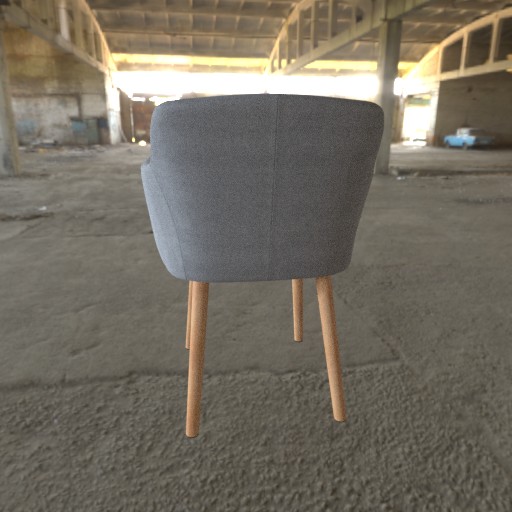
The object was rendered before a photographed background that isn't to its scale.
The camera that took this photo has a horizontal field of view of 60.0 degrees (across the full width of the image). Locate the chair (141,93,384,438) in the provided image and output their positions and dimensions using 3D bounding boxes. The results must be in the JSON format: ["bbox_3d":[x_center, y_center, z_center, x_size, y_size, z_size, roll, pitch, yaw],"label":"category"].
[{"bbox_3d":[0.000,0.000,1.174,0.570,0.780,0.540,-2,17,-8],"label":"chair"}]
